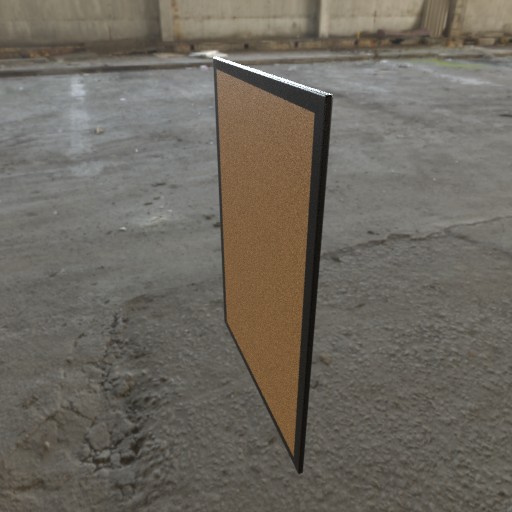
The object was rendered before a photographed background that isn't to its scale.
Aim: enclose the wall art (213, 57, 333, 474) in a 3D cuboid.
[{"bbox_3d":[0.000,0.000,1.246,0.013,0.967,0.707,-10,31,-17],"label":"wall art"}]
